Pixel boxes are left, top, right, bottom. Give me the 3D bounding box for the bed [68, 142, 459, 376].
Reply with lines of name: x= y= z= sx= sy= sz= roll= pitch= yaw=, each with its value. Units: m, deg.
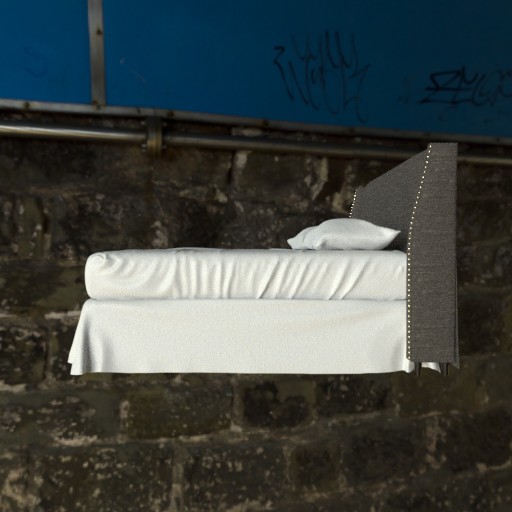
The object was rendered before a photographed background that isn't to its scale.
bed: x=0.000 y=0.000 z=3.410 sx=2.276 sy=1.332 sz=1.925 roll=0 pitch=1 yaw=0
